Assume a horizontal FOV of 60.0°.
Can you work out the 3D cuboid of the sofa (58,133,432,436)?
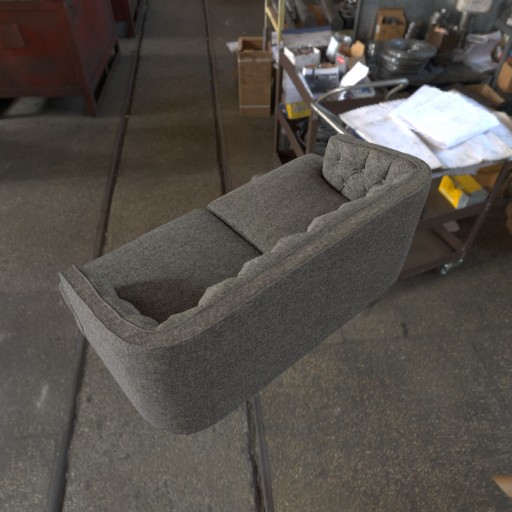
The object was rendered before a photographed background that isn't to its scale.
[{"bbox_3d":[0.000,0.000,2.266,1.733,0.855,0.941,-31,53,-27],"label":"sofa"}]
